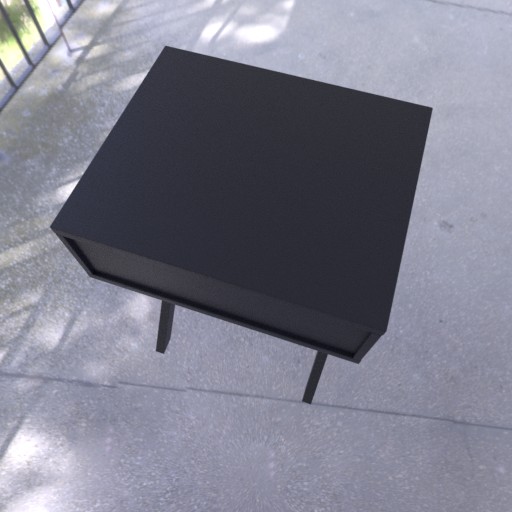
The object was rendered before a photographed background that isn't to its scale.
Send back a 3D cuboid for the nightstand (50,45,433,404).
[{"bbox_3d":[0.000,0.000,0.952,0.479,0.623,0.402,17,64,8],"label":"nightstand"}]
